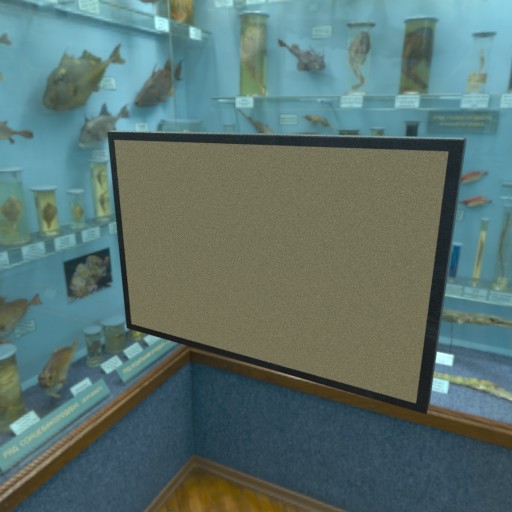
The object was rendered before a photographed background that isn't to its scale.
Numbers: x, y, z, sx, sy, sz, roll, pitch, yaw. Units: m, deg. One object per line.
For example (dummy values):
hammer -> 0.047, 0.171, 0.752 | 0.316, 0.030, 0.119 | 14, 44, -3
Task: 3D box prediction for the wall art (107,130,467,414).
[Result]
wall art -> 0.000, 0.000, 0.766 | 0.610, 0.409, 0.038 | 9, 20, 27
